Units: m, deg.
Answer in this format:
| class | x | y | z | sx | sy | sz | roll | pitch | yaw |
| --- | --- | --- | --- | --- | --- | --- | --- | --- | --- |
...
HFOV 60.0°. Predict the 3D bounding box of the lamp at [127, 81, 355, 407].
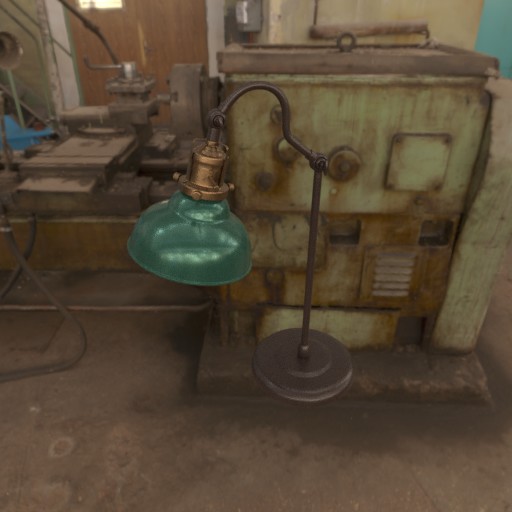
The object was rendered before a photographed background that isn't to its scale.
| class | x | y | z | sx | sy | sz | roll | pitch | yaw |
| --- | --- | --- | --- | --- | --- | --- | --- | --- | --- |
| lamp | 0.000 | 0.000 | 0.684 | 0.374 | 0.508 | 0.192 | -8 | 31 | -14 |
